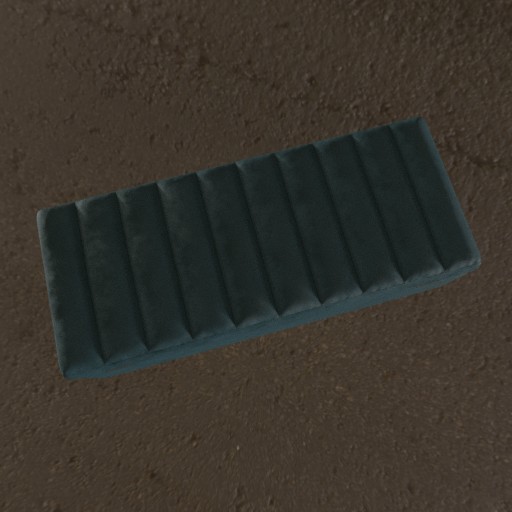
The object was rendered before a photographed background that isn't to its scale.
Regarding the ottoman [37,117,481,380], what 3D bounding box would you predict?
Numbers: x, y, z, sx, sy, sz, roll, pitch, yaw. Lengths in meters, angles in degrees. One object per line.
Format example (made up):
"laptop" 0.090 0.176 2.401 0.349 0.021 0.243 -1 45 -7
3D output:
"ottoman" 0.000 0.000 1.402 1.151 0.469 0.482 -15 76 -4
